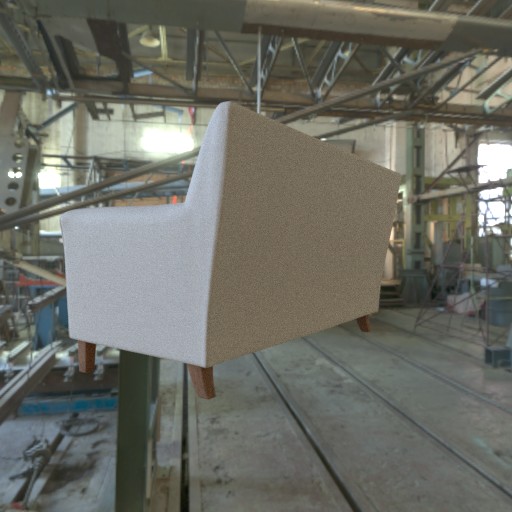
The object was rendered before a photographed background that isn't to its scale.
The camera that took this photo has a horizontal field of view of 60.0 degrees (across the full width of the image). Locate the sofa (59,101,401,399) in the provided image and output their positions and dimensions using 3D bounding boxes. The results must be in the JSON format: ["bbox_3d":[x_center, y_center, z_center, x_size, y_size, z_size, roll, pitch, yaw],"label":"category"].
[{"bbox_3d":[0.000,0.000,2.064,0.888,0.890,1.482,1,1,36],"label":"sofa"}]
